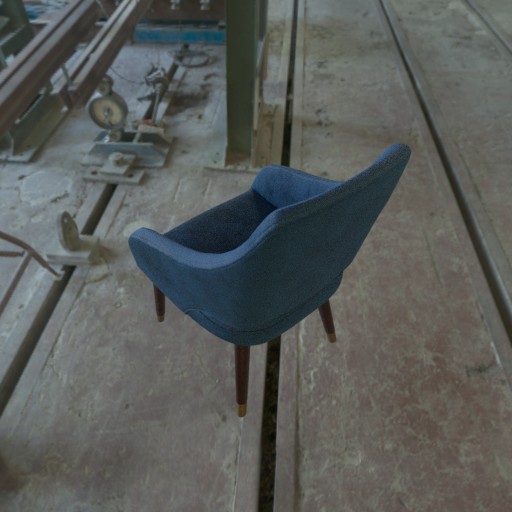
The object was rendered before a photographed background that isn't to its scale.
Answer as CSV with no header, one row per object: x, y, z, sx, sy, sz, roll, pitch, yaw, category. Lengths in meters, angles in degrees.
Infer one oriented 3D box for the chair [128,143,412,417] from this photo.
0.000,0.000,1.621,0.683,1.081,0.794,-31,53,-28,chair
